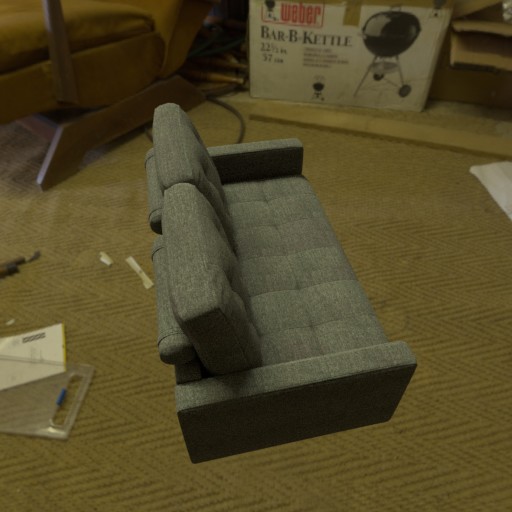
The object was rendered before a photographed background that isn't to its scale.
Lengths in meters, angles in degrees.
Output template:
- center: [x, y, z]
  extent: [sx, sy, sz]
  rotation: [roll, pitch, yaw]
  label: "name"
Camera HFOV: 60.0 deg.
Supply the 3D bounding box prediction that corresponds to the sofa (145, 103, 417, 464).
- center: [0.000, 0.000, 1.922]
  extent: [0.842, 0.907, 1.407]
  rotation: [-9, 47, -8]
  label: "sofa"
